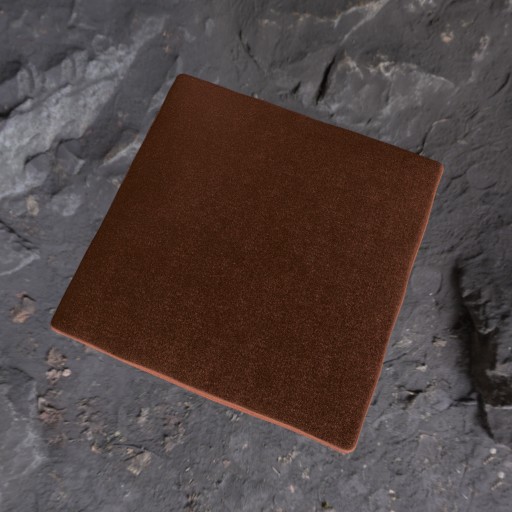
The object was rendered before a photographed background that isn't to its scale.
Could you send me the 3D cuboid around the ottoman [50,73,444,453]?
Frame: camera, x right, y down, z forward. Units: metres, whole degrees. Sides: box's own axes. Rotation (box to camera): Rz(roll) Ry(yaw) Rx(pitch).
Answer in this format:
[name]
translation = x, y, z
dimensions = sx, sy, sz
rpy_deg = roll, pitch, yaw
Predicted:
[ottoman]
translation = 0.000, 0.000, 1.578
dimensions = 0.997, 0.438, 0.999
rpy_deg = 21, 76, 6
